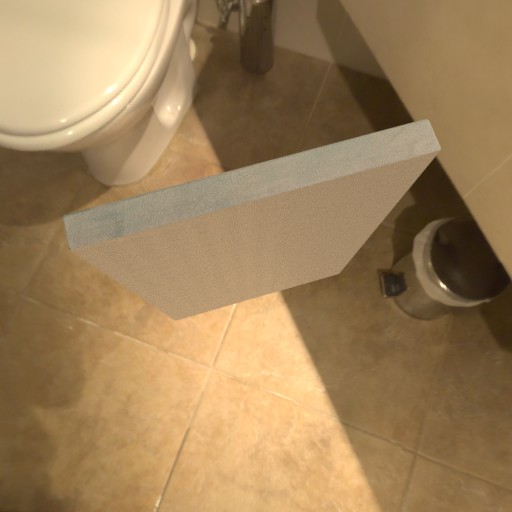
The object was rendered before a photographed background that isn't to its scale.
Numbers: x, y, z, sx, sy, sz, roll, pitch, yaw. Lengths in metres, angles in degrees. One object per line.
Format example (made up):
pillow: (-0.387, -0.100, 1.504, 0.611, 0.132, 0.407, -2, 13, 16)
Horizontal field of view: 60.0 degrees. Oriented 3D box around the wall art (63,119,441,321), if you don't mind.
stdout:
wall art: (0.000, 0.000, 1.140, 0.609, 0.911, 0.061, -16, 76, -4)
